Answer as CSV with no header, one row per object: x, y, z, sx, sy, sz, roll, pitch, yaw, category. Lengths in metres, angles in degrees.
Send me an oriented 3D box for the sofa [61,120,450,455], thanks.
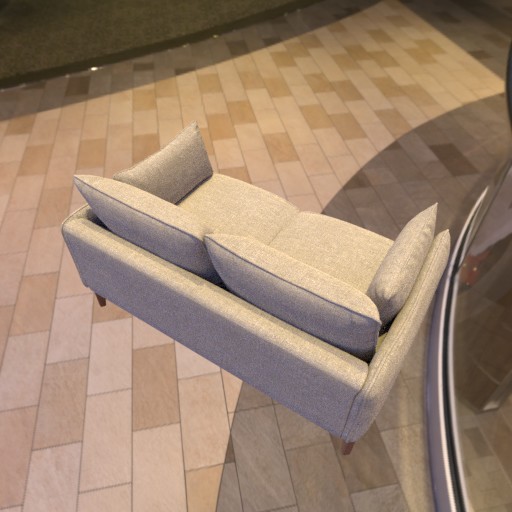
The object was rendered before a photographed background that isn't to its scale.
0.000,0.000,2.111,1.580,0.851,0.972,25,51,22,sofa
